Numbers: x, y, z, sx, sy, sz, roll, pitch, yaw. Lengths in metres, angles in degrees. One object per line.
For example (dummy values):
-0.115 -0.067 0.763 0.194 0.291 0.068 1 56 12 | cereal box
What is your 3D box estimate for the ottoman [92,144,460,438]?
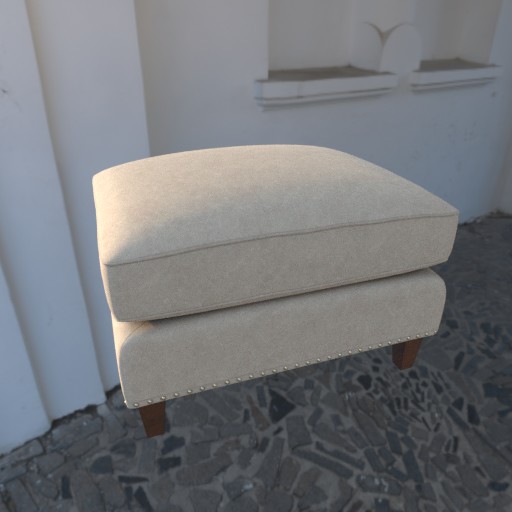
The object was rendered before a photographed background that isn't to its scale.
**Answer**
0.000 0.000 1.142 0.741 0.513 0.584 -9 28 -18 | ottoman
